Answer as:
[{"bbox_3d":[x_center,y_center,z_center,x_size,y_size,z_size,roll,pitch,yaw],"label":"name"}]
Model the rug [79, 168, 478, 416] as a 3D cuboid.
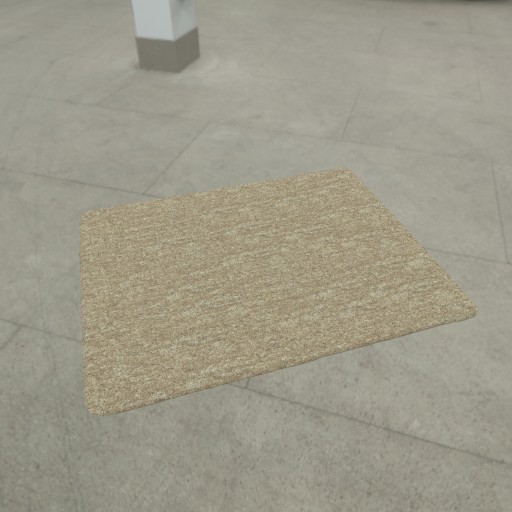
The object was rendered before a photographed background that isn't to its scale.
[{"bbox_3d":[0.000,0.000,3.761,2.873,0.050,2.242,-12,43,-13],"label":"rug"}]
